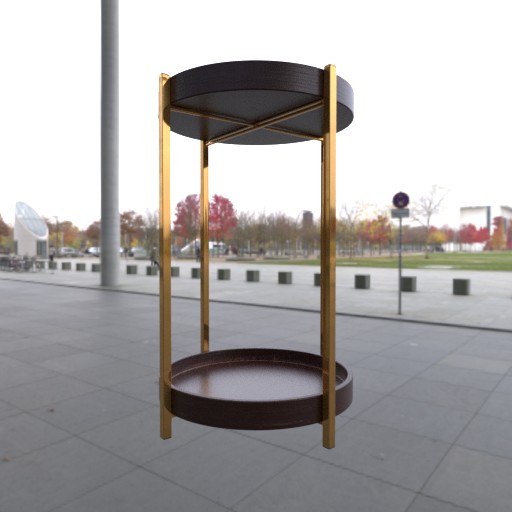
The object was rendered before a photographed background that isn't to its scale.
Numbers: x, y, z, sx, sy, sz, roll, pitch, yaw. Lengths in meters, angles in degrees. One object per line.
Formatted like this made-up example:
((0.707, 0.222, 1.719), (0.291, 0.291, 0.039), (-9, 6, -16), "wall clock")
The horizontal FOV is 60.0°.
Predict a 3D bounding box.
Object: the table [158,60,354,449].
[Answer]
((0.000, 0.000, 0.861), (0.400, 0.610, 0.400), (-1, 1, -38), "table")
